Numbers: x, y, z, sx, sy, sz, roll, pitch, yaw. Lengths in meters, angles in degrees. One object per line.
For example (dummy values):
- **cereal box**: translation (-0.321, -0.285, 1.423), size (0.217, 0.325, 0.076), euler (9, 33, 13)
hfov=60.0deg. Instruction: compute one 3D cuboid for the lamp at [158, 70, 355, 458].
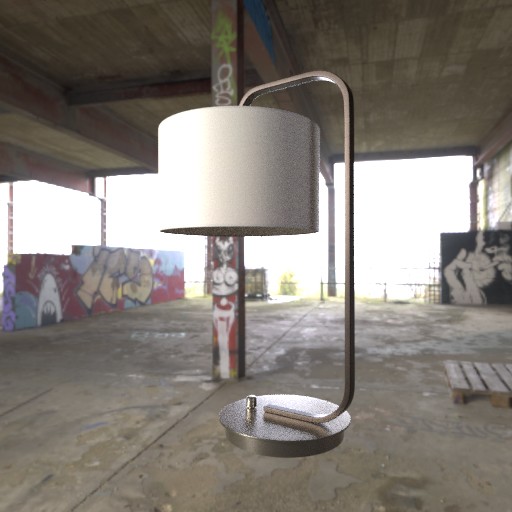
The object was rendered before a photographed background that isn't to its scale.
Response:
- **lamp**: translation (0.000, 0.000, 0.624), size (0.288, 0.473, 0.230), euler (0, -1, 35)
